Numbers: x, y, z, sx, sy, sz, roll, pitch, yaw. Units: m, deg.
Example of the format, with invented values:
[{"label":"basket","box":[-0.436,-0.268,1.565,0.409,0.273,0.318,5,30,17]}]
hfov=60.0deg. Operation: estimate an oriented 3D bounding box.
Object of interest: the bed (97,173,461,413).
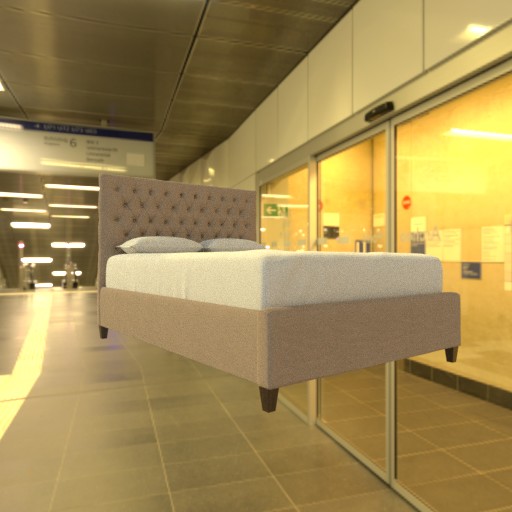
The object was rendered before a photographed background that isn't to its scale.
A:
[{"label":"bed","box":[0.000,0.000,3.420,1.698,1.427,2.387,0,0,-37]}]
